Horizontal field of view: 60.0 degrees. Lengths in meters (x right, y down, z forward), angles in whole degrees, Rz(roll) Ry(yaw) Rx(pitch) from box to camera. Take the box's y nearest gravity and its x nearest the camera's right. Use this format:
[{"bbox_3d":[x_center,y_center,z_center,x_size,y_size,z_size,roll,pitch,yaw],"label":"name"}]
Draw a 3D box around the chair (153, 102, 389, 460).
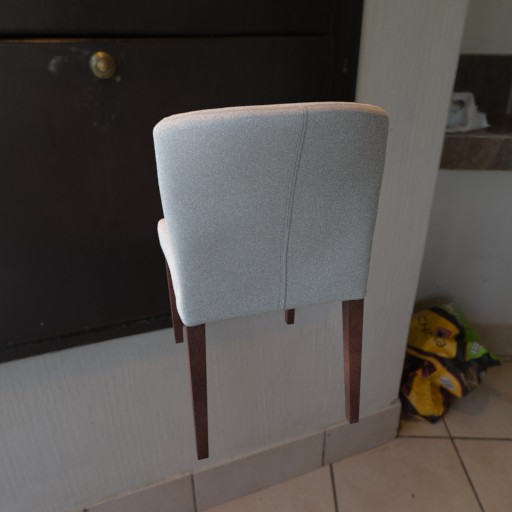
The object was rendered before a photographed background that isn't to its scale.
[{"bbox_3d":[0.000,0.000,1.184,0.491,0.839,0.592,-7,27,-15],"label":"chair"}]
